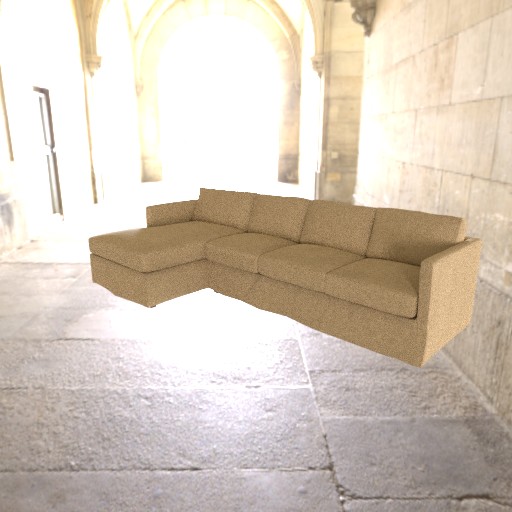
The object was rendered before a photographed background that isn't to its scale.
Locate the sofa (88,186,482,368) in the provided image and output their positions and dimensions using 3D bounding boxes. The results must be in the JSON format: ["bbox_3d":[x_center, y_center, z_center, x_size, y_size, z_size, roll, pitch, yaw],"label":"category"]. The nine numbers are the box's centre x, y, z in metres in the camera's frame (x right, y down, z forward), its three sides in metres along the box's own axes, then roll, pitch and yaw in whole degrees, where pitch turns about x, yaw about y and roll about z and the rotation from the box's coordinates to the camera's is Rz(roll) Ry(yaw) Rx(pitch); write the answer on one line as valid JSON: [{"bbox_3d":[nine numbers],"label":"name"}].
[{"bbox_3d":[0.000,0.000,3.910,3.205,0.922,1.650,14,21,42],"label":"sofa"}]
